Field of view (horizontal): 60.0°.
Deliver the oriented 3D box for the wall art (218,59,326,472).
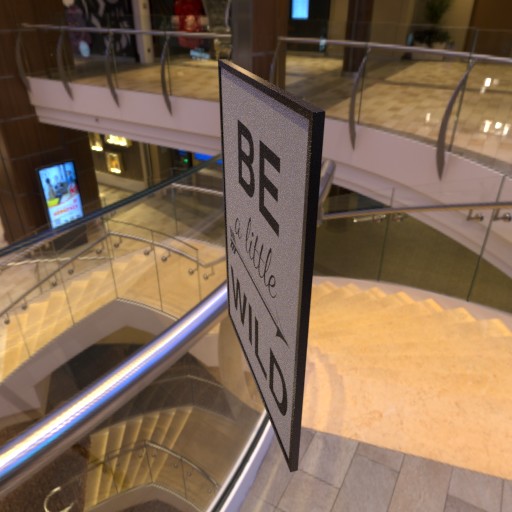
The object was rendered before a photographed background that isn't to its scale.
[{"bbox_3d":[0.000,0.000,0.772,0.013,0.582,0.442,-9,31,-14],"label":"wall art"}]
